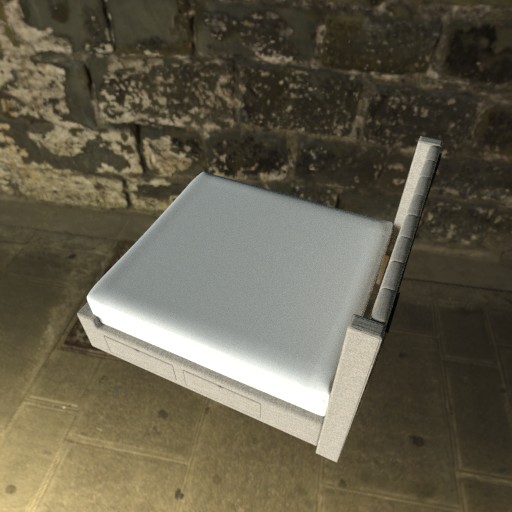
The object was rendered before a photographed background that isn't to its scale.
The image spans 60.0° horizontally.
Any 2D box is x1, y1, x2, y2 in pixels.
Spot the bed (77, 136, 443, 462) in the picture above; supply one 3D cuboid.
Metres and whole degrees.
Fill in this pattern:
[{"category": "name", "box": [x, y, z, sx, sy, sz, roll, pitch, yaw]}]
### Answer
[{"category": "bed", "box": [0.000, 0.000, 3.823, 2.372, 1.748, 2.044, 18, 49, 17]}]
